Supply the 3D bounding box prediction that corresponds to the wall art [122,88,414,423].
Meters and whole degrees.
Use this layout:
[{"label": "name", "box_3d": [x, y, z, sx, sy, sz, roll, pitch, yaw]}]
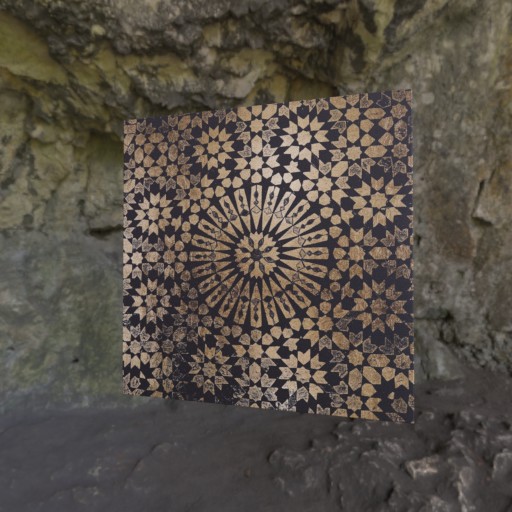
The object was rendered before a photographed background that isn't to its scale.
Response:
[{"label": "wall art", "box_3d": [0.000, 0.000, 0.915, 0.612, 0.612, 0.038, 0, -1, 17]}]
